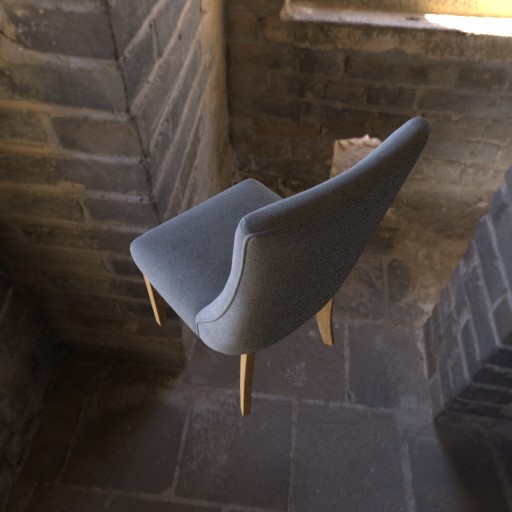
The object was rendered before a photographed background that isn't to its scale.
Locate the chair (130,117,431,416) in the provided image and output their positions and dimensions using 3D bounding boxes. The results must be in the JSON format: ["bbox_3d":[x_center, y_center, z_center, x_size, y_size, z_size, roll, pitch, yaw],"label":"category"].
[{"bbox_3d":[0.000,0.000,1.223,0.495,0.902,0.610,-32,56,-25],"label":"chair"}]
